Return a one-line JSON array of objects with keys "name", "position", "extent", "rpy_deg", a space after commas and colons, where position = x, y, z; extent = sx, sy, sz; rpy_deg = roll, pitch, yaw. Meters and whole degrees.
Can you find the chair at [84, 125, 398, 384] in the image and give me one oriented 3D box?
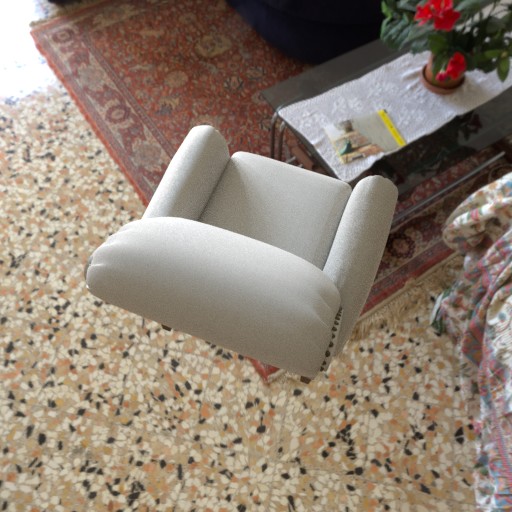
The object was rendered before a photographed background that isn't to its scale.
[{"name": "chair", "position": [0.000, 0.000, 1.648], "extent": [0.854, 0.927, 0.890], "rpy_deg": [19, 64, 9]}]
